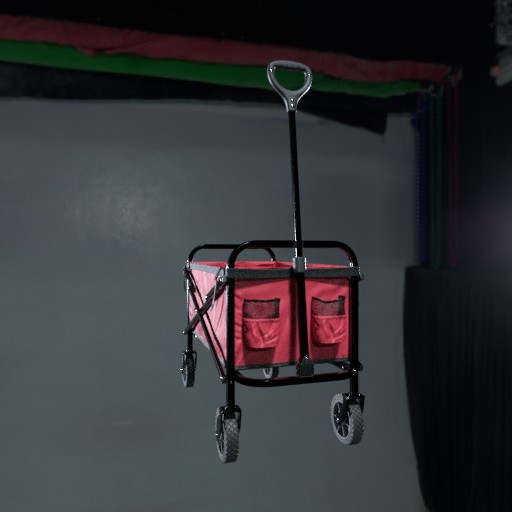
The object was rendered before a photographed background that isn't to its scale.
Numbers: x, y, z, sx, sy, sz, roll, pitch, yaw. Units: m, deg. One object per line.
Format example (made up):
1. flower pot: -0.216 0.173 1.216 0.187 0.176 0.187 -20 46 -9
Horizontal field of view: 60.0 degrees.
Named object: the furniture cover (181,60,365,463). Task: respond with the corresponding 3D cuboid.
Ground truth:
1. furniture cover: 0.000 0.000 1.825 0.532 1.295 1.038 0 1 -17
